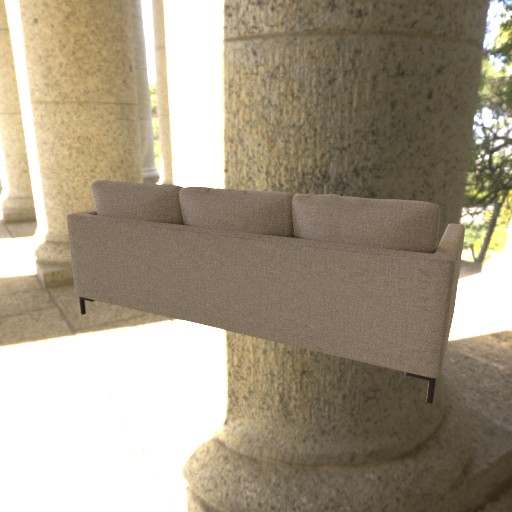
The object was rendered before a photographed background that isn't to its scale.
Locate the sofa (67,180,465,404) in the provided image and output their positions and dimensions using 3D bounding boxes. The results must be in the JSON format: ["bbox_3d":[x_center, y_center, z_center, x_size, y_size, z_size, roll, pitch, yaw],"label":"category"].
[{"bbox_3d":[0.000,0.000,2.670,2.218,0.874,0.859,8,18,26],"label":"sofa"}]
